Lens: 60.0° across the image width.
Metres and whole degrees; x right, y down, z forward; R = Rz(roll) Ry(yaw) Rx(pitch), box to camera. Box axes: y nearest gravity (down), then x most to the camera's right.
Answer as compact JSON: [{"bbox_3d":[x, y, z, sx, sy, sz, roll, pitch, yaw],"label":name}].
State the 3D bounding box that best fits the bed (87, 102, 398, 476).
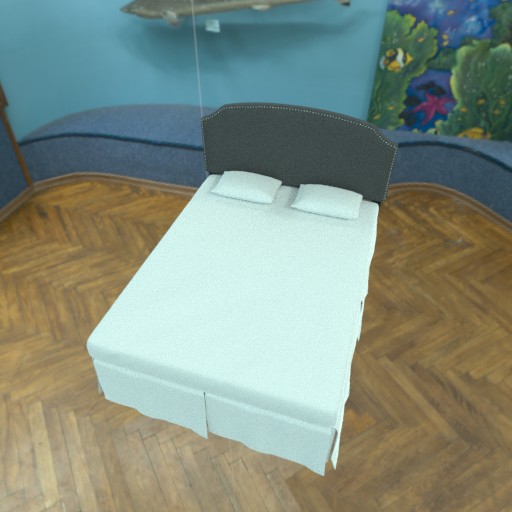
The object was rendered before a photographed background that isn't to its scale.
[{"bbox_3d":[0.000,0.000,2.964,1.558,1.270,1.999,12,44,13],"label":"bed"}]
